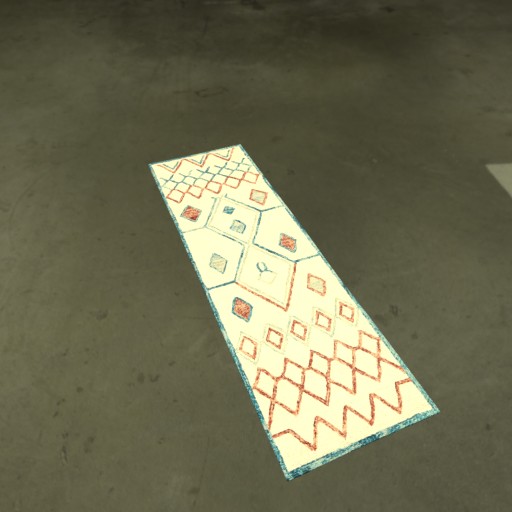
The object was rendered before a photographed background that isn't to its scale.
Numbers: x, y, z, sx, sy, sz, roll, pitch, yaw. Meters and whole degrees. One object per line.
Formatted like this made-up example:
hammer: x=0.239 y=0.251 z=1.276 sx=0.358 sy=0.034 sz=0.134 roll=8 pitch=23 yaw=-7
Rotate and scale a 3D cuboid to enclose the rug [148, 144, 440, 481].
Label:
rug: x=0.000 y=0.000 z=2.652 sx=0.750 sy=0.011 sz=2.435 roll=-16 pitch=47 yaw=-16
